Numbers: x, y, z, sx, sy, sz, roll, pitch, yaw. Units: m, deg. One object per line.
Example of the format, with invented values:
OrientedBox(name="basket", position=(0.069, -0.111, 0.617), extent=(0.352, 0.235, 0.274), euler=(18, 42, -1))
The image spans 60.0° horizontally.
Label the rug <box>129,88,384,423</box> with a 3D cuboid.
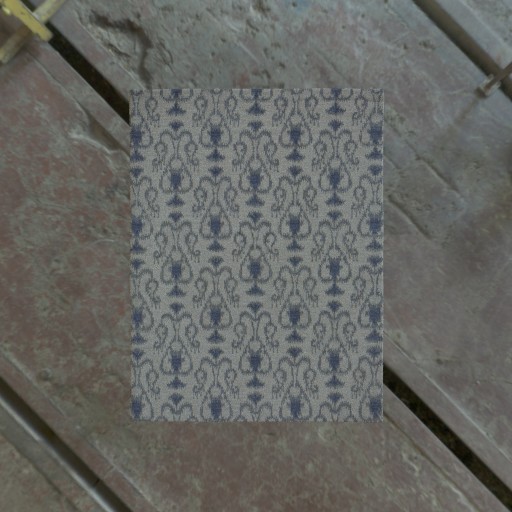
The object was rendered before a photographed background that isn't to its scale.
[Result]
OrientedBox(name="rug", position=(0.000, 0.000, 4.256), extent=(2.437, 0.015, 3.205), euler=(0, 91, 1))
